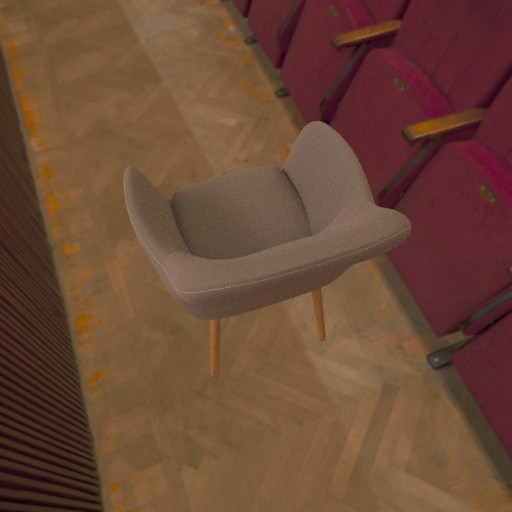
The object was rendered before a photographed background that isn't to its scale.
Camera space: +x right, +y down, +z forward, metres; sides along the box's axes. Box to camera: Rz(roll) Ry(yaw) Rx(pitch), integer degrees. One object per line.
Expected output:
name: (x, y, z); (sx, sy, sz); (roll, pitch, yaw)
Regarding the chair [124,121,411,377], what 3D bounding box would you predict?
chair: (0.000, 0.000, 1.217); (0.570, 0.830, 0.590); (-16, 59, -10)
